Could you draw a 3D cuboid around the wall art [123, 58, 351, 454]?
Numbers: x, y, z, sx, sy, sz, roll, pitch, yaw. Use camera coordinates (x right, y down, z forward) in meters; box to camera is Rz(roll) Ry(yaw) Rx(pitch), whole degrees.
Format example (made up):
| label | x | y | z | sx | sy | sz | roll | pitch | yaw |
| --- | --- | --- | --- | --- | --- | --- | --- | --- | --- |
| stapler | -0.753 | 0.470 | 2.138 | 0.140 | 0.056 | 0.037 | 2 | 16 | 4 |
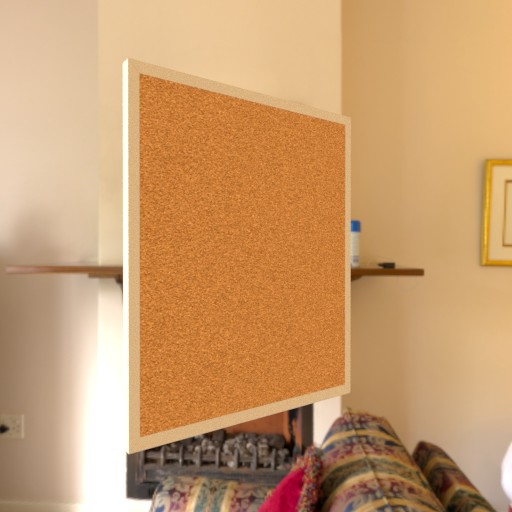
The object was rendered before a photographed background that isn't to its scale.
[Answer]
| label | x | y | z | sx | sy | sz | roll | pitch | yaw |
| --- | --- | --- | --- | --- | --- | --- | --- | --- | --- |
| wall art | 0.000 | 0.000 | 0.739 | 0.444 | 0.536 | 0.020 | 0 | 1 | -37 |
